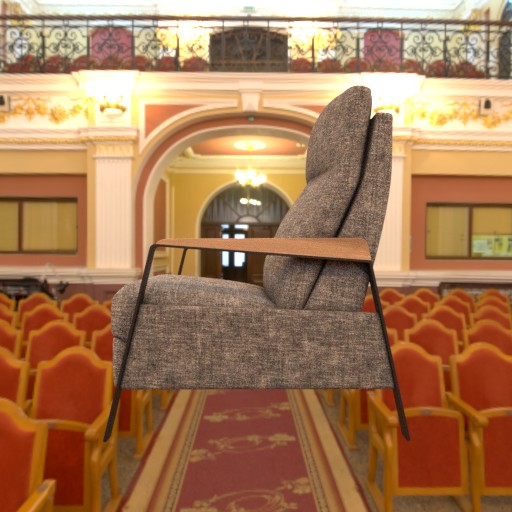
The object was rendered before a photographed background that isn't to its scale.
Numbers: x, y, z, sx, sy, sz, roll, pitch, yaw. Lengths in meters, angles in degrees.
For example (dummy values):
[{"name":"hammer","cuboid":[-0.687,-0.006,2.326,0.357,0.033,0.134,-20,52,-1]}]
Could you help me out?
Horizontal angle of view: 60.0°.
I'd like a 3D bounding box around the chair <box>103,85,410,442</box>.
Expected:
[{"name":"chair","cuboid":[0.000,0.000,1.581,0.868,1.042,0.671,0,0,-1]}]
